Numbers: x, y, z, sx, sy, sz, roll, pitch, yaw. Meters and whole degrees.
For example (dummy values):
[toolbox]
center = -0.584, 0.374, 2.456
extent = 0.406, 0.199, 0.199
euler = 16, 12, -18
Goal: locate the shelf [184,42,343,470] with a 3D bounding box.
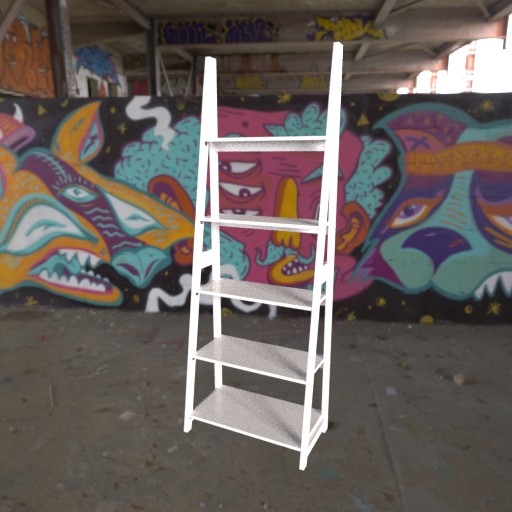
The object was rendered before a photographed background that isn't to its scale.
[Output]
[shelf]
center = 0.000, 0.000, 2.015
extent = 0.636, 1.779, 0.341
euler = 6, 14, 26
